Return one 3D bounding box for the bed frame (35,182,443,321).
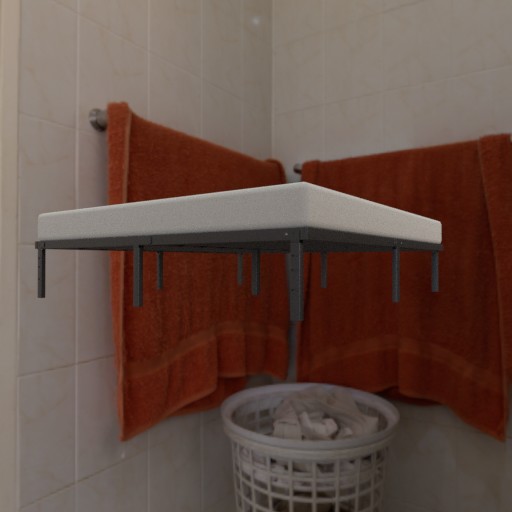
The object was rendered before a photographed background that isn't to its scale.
[{"bbox_3d":[0.000,0.000,3.907,2.526,0.680,2.635,-1,-1,36],"label":"bed frame"}]
